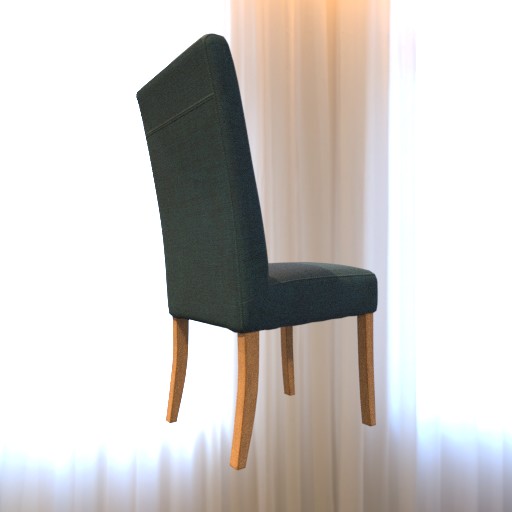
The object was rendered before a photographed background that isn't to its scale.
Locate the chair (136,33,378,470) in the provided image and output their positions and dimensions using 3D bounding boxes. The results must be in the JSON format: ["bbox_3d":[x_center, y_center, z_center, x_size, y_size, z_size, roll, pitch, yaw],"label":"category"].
[{"bbox_3d":[0.000,0.000,1.347,0.610,1.029,0.450,0,-1,-36],"label":"chair"}]
